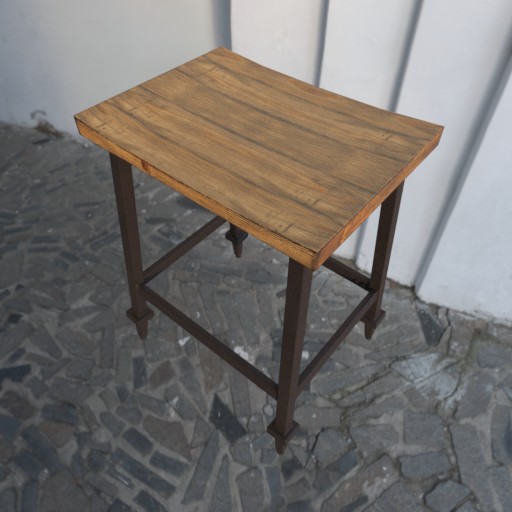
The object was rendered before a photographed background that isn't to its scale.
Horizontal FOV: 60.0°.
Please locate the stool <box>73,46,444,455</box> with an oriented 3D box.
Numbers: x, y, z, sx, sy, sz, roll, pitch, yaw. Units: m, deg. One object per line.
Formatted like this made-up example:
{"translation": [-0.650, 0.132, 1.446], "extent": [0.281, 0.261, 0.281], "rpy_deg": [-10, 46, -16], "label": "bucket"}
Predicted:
{"translation": [0.000, 0.000, 0.923], "extent": [0.486, 0.625, 0.405], "rpy_deg": [31, 55, 26], "label": "stool"}
